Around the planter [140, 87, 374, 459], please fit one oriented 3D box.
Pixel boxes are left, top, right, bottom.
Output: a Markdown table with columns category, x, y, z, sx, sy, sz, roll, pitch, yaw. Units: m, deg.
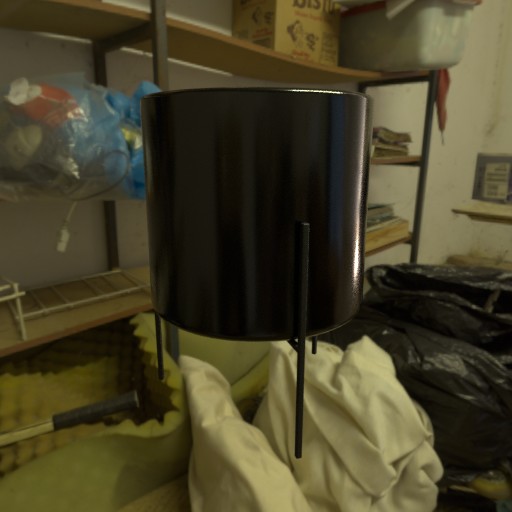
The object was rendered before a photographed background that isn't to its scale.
| category | x | y | z | sx | sy | sz | roll | pitch | yaw |
| --- | --- | --- | --- | --- | --- | --- | --- | --- | --- |
| planter | 0.000 | 0.000 | 0.644 | 0.310 | 0.432 | 0.310 | 7 | 17 | 26 |
